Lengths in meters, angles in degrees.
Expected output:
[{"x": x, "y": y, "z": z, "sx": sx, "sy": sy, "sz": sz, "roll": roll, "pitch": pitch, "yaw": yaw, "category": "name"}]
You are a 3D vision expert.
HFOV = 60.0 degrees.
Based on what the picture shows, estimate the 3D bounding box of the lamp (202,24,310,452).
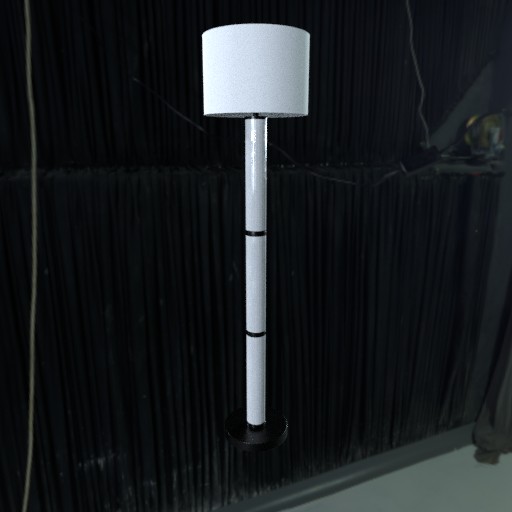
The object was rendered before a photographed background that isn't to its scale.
[{"x": 0.000, "y": 0.000, "z": 1.757, "sx": 0.377, "sy": 1.599, "sz": 0.377, "roll": -7, "pitch": 17, "yaw": -25, "category": "lamp"}]
